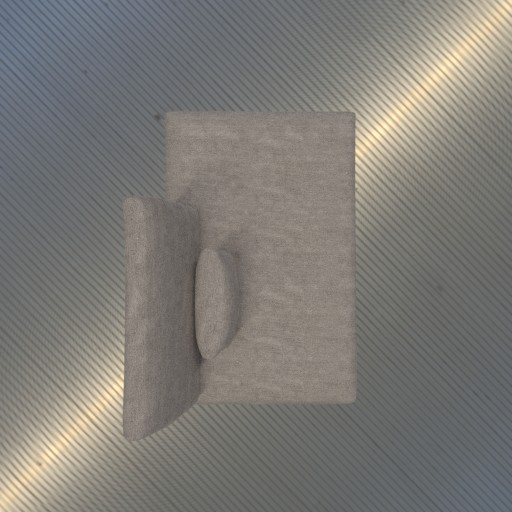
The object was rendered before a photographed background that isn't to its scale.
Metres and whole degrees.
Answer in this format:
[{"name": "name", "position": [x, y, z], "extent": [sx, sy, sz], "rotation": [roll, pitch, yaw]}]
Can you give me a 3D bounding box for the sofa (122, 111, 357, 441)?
[{"name": "sofa", "position": [0.000, 0.000, 2.024], "extent": [1.002, 0.820, 1.450], "rotation": [0, 89, -1]}]
